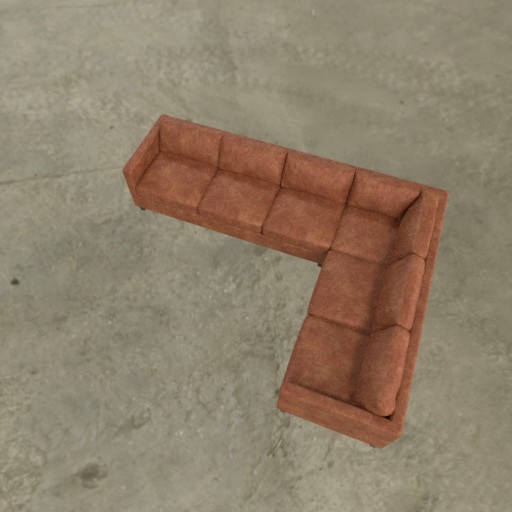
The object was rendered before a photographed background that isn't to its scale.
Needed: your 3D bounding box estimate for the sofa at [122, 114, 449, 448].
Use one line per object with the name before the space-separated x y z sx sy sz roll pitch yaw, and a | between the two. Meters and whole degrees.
sofa | 0.000 0.000 4.279 3.167 0.838 2.438 18 60 11
